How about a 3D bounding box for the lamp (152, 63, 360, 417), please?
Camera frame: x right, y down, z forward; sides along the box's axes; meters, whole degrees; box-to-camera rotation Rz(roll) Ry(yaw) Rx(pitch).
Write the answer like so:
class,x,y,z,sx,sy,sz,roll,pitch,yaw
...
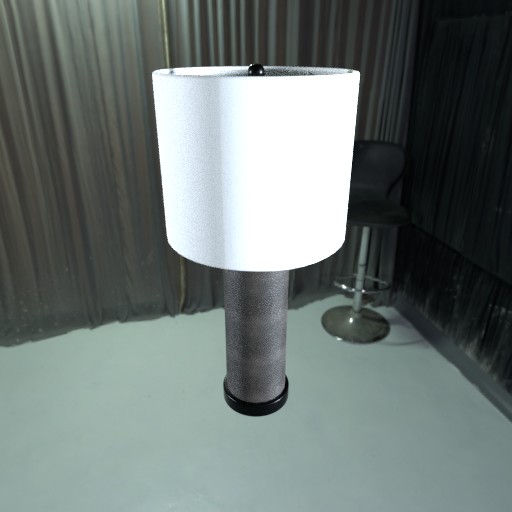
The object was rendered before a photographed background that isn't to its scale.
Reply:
class,x,y,z,sx,sy,sz,roll,pitch,yaw
lamp,0.000,0.000,0.795,0.305,0.634,0.305,-8,27,-17
